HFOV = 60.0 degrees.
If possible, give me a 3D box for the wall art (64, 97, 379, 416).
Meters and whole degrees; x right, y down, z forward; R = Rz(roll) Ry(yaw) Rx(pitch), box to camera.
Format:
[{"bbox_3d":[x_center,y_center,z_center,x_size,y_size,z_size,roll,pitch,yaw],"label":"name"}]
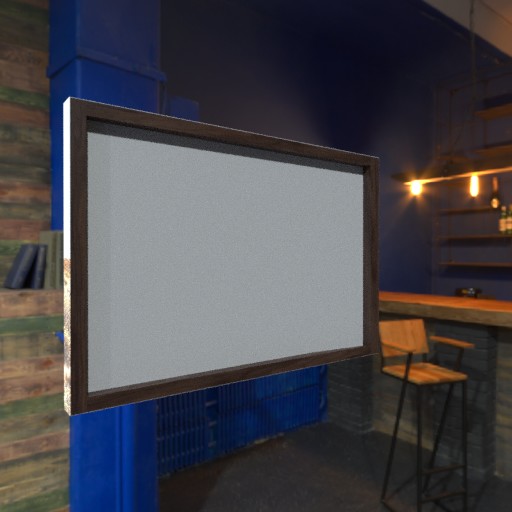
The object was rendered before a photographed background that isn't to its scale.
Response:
[{"bbox_3d":[0.000,0.000,1.134,0.914,0.610,0.050,0,0,-36],"label":"wall art"}]
